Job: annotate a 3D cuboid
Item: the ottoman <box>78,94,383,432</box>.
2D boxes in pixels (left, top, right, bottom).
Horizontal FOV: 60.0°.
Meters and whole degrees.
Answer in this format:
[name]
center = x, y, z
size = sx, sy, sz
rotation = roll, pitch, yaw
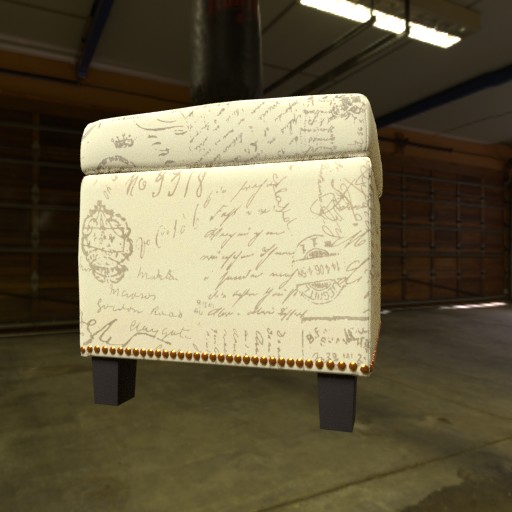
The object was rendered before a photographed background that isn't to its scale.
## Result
[ottoman]
center = 0.000, 0.000, 0.828
size = 0.449, 0.457, 0.450
rotation = 0, 0, 17
